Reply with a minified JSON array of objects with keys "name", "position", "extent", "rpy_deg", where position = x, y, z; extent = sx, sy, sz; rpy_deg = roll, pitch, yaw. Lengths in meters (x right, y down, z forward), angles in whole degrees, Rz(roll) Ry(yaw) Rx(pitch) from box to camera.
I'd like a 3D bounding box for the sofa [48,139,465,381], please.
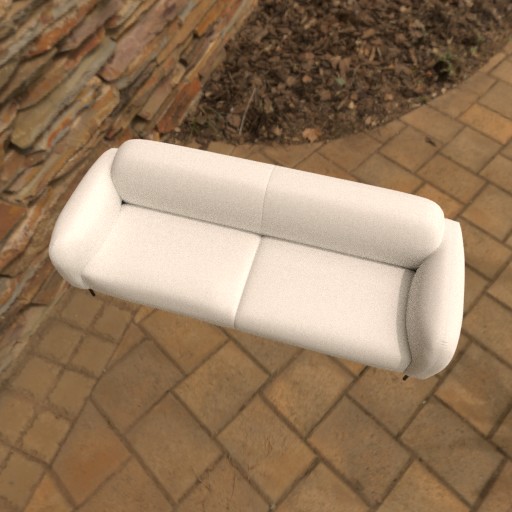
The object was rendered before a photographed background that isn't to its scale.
[{"name":"sofa","position":[0.000,0.000,2.621],"extent":[2.257,0.780,0.880],"rpy_deg":[14,58,9]}]
